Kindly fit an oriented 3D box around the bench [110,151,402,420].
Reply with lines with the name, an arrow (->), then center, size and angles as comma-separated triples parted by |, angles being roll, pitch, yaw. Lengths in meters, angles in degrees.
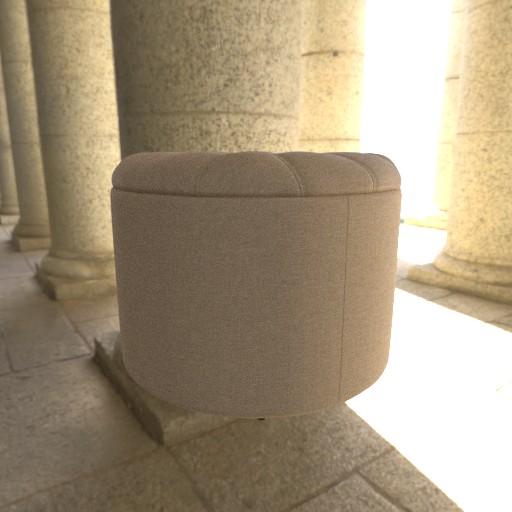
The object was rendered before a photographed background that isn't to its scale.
bench -> 0.000, 0.000, 0.987 | 0.600, 0.454, 0.600 | 0, 13, 0
